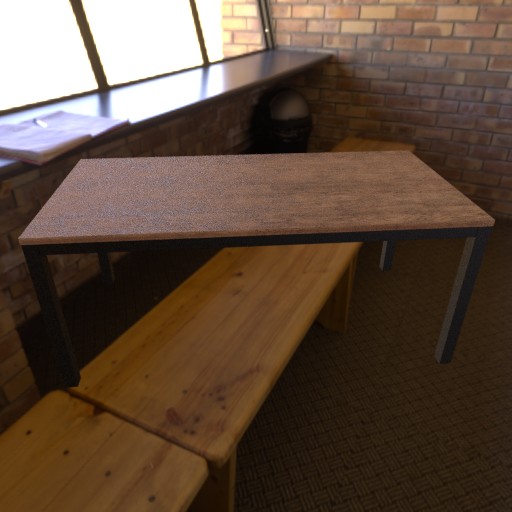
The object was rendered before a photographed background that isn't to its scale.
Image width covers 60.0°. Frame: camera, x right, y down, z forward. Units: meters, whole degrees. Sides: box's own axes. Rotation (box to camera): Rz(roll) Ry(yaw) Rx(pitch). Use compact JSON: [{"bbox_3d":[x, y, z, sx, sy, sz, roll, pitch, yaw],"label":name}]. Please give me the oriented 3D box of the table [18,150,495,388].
[{"bbox_3d":[0.000,0.000,2.249,1.805,0.767,0.893,-2,31,-4],"label":"table"}]
